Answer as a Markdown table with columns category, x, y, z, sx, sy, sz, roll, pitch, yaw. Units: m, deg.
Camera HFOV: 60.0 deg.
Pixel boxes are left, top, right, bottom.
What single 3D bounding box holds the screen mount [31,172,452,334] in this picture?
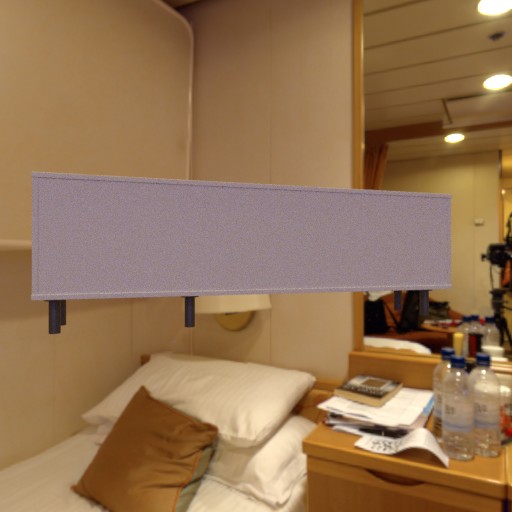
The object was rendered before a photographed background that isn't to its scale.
| category | x | y | z | sx | sy | sz | roll | pitch | yaw |
| --- | --- | --- | --- | --- | --- | --- | --- | --- | --- |
| screen mount | 0.000 | 0.000 | 1.818 | 1.600 | 0.520 | 0.418 | 0 | 0 | -18 |
